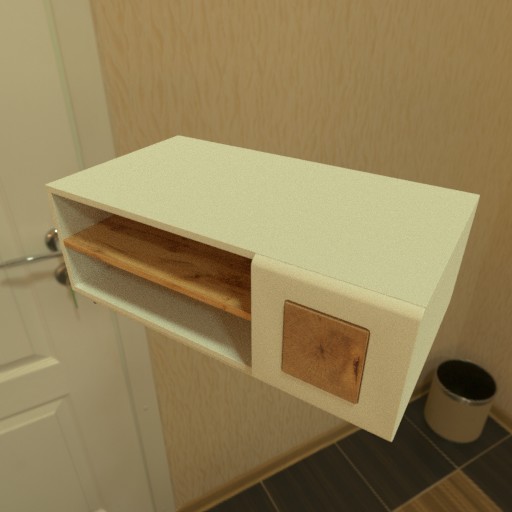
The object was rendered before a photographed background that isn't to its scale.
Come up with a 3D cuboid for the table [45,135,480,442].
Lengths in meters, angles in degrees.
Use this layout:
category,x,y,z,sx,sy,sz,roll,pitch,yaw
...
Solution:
category,x,y,z,sx,sy,sz,roll,pitch,yaw
table,0.000,0.000,1.381,1.097,0.442,0.639,18,36,27
